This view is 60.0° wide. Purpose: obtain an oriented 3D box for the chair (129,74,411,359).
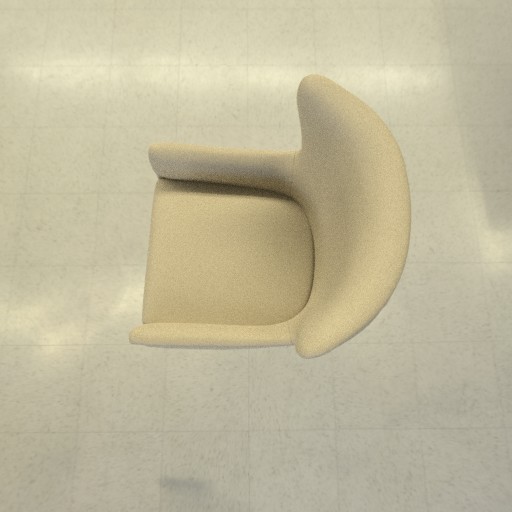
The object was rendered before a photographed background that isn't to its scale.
[{"bbox_3d":[0.000,0.000,1.413,0.686,0.952,0.660,2,75,1],"label":"chair"}]
